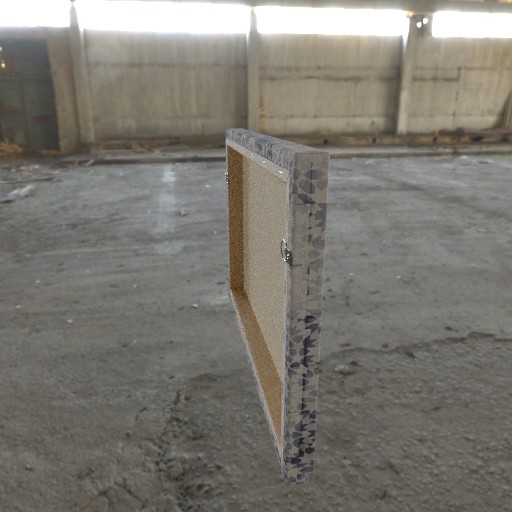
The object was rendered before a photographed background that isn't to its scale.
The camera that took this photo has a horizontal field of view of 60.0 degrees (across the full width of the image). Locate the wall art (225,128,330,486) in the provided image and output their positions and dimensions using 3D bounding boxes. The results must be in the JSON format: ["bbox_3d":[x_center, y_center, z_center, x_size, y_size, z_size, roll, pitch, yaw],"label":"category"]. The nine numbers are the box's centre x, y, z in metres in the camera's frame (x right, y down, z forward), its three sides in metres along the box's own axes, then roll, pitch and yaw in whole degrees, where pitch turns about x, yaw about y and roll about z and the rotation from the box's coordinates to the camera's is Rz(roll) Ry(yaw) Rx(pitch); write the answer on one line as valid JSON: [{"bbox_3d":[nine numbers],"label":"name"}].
[{"bbox_3d":[0.000,0.000,1.158,0.057,0.608,0.911,-3,19,-10],"label":"wall art"}]
